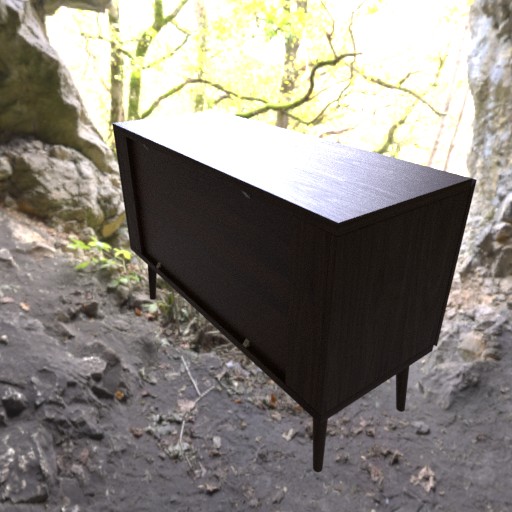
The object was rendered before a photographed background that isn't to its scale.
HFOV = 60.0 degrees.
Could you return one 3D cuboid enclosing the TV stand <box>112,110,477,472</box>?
[{"bbox_3d":[0.000,0.000,1.312,0.405,0.660,0.990,-19,33,-32],"label":"TV stand"}]
